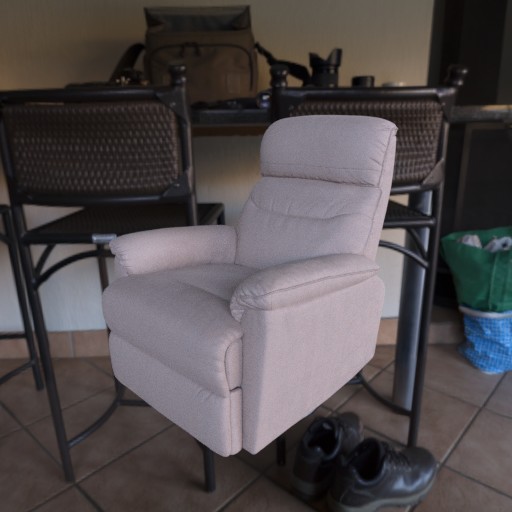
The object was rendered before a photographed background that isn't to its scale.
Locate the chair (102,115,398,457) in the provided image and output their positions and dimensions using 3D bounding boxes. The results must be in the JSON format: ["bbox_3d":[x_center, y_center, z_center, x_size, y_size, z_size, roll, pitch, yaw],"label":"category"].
[{"bbox_3d":[0.000,0.000,1.680,0.820,1.037,1.004,15,22,42],"label":"chair"}]
